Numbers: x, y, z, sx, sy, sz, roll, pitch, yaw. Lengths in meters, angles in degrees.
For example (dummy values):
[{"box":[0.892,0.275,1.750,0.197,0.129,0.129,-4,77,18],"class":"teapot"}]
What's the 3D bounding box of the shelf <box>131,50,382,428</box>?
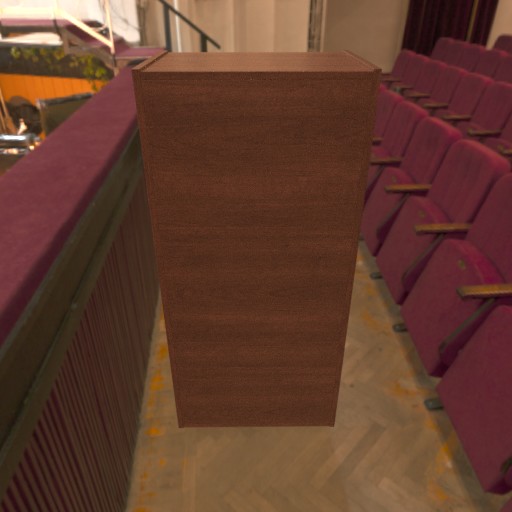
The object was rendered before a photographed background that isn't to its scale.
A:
[{"box":[0.000,0.000,1.072,0.414,0.879,0.290,0,30,-1],"class":"shelf"}]
